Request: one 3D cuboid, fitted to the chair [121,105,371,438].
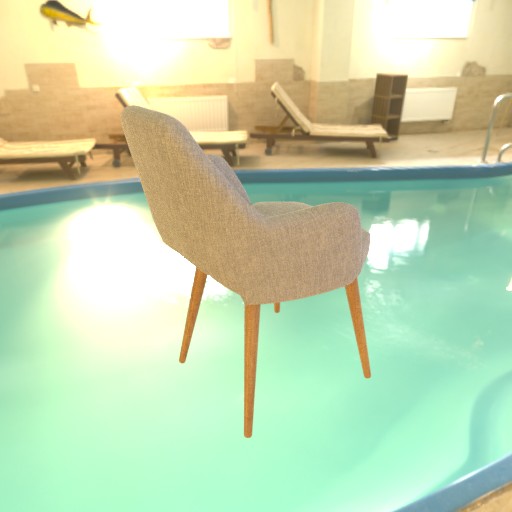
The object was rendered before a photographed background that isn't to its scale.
[{"bbox_3d":[0.000,0.000,1.245,0.610,0.840,0.590,-18,32,-32],"label":"chair"}]
